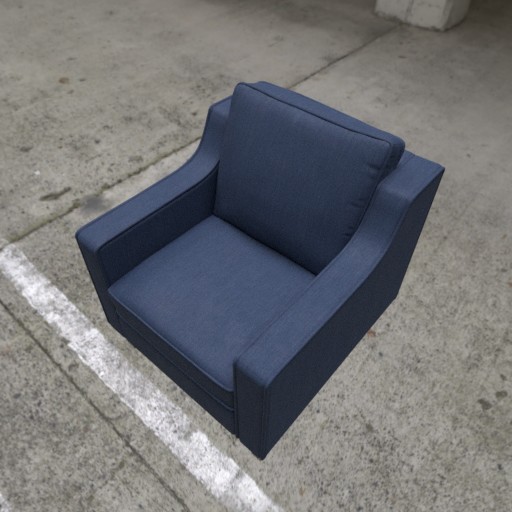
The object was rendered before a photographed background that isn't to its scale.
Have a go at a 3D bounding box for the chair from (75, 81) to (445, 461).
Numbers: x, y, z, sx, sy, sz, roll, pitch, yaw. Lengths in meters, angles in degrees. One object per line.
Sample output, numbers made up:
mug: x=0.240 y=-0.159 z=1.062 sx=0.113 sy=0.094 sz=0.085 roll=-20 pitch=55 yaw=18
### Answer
chair: x=0.000 y=0.000 z=1.609 sx=0.831 sy=0.960 sz=0.909 roll=32 pitch=55 yaw=27
